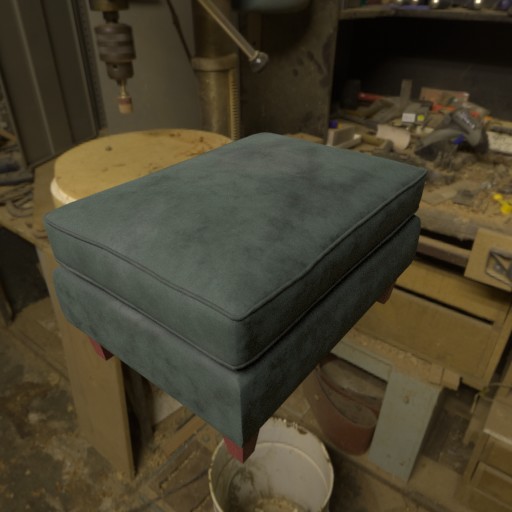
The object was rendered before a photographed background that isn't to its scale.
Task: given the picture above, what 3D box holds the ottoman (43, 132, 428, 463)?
[{"bbox_3d":[0.000,0.000,1.238,0.632,0.495,0.864,23,39,32],"label":"ottoman"}]
